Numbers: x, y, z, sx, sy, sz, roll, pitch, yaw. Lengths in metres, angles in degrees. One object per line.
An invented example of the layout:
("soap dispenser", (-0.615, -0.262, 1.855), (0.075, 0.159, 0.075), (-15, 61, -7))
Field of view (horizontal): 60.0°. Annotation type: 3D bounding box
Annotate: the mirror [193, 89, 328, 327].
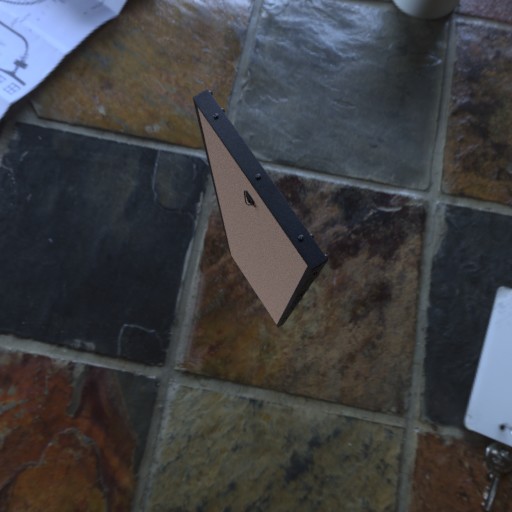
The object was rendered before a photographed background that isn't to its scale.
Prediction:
("mirror", (0.000, 0.000, 1.222), (0.042, 1.080, 0.354), (-32, 78, -7))
